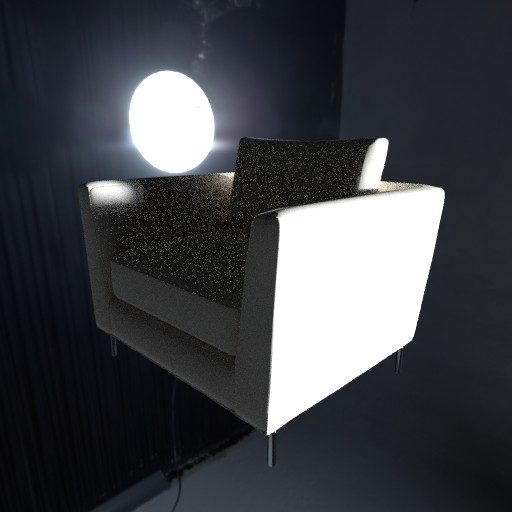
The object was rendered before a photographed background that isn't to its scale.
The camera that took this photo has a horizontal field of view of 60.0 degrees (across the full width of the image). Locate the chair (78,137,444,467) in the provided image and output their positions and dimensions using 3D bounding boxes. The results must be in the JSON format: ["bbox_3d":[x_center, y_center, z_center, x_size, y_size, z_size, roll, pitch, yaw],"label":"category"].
[{"bbox_3d":[0.000,0.000,1.664,0.889,0.865,1.041,-14,21,-43],"label":"chair"}]
